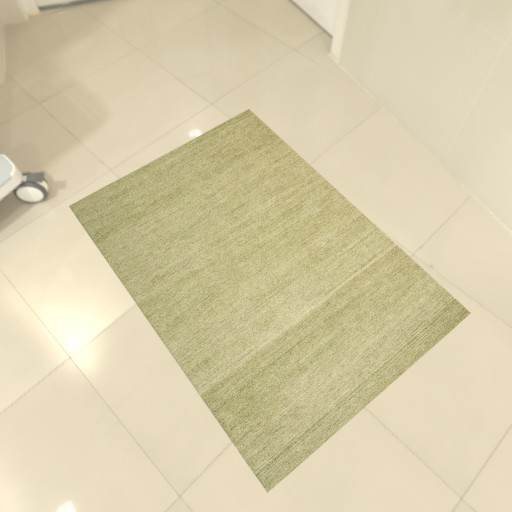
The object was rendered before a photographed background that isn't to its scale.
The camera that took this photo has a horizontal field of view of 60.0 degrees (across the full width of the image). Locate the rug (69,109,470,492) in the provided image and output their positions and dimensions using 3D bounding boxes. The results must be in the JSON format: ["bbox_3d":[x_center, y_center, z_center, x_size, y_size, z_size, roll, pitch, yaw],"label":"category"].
[{"bbox_3d":[0.000,0.000,2.942,1.606,0.017,2.270,-34,66,-18],"label":"rug"}]
